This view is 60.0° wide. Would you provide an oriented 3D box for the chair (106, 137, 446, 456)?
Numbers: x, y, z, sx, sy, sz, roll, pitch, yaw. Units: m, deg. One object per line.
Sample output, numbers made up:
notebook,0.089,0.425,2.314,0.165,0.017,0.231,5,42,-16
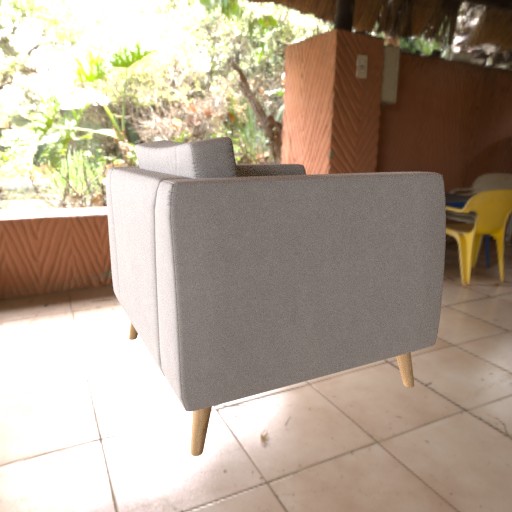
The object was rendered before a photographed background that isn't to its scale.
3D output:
chair,0.000,0.000,1.689,0.930,0.860,1.000,-7,15,-26
